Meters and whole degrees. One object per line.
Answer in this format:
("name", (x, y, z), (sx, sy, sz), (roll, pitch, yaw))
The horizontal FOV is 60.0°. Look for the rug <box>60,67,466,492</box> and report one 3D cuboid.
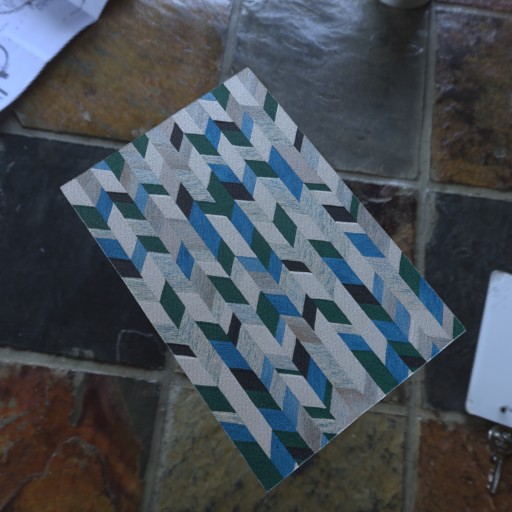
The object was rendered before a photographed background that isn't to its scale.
("rug", (0.000, 0.000, 2.250), (1.229, 0.005, 1.827), (-36, 79, -8))
